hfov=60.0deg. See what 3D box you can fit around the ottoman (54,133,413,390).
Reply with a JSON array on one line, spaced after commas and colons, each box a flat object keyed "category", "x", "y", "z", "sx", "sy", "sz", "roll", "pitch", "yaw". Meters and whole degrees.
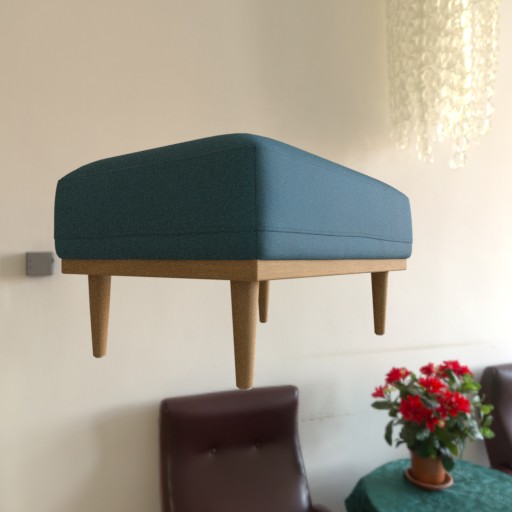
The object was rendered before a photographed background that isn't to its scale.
[{"category": "ottoman", "x": 0.000, "y": 0.000, "z": 1.070, "sx": 0.549, "sy": 0.428, "sz": 0.749, "roll": 0, "pitch": 0, "yaw": 36}]
